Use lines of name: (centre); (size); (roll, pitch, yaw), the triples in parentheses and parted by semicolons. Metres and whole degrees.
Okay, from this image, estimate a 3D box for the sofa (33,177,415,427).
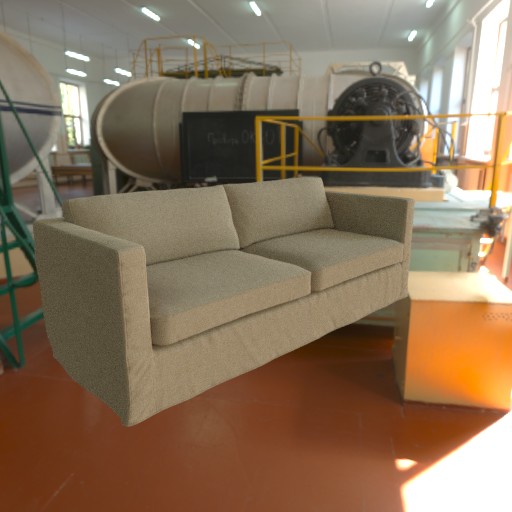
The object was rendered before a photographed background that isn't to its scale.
sofa: (0.000, 0.000, 2.736); (2.296, 0.847, 0.956); (-13, 19, -42)
